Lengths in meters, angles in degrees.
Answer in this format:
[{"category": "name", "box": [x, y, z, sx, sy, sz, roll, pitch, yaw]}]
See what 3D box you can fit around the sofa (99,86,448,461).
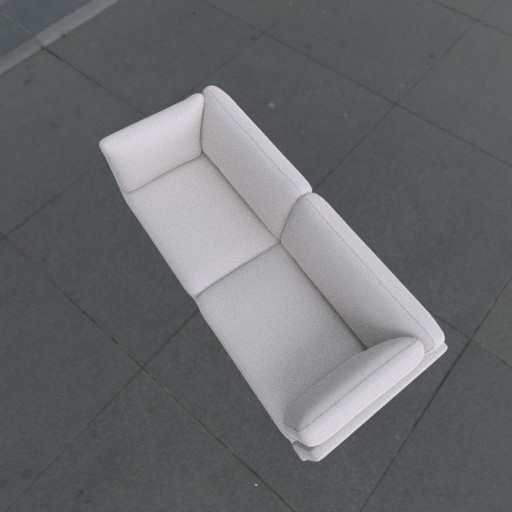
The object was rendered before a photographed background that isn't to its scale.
[{"category": "sofa", "box": [0.000, 0.000, 2.815, 0.957, 0.863, 2.301, -32, 67, -15]}]
